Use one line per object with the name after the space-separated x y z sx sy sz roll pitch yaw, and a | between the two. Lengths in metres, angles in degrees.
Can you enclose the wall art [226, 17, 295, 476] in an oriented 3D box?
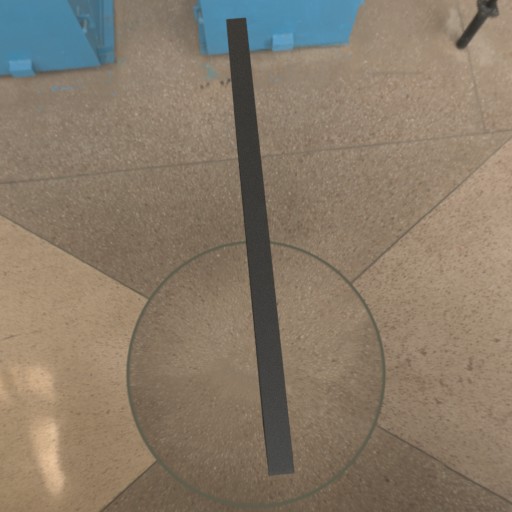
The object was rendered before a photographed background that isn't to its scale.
0.000 0.000 0.560 0.021 0.301 0.443 -5 76 -1 | wall art
